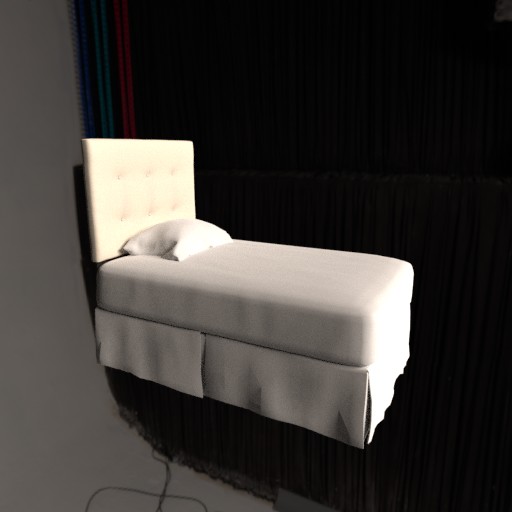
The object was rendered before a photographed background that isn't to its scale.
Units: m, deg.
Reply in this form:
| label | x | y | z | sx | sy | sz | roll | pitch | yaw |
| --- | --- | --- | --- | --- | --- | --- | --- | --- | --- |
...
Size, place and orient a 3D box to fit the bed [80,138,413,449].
| label | x | y | z | sx | sy | sz | roll | pitch | yaw |
| --- | --- | --- | --- | --- | --- | --- | --- | --- | --- |
| bed | 0.000 | 0.000 | 3.063 | 1.997 | 1.571 | 1.261 | 7 | 15 | 27 |
